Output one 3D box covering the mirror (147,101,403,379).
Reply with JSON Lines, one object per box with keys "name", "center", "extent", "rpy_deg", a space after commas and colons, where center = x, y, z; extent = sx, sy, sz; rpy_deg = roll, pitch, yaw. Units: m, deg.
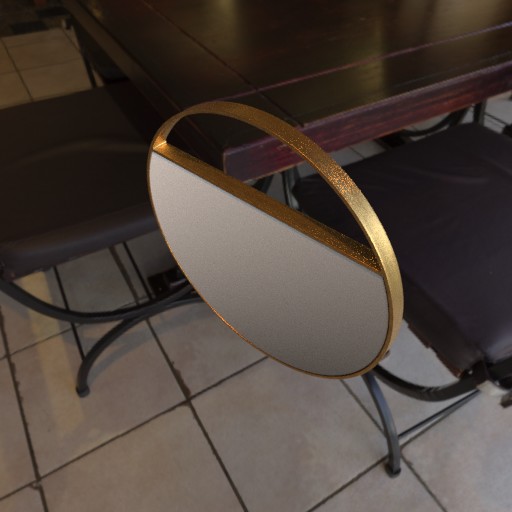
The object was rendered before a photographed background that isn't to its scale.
{"name": "mirror", "center": [0.000, 0.000, 0.822], "extent": [0.565, 0.565, 0.032], "rpy_deg": [31, 54, 27]}
